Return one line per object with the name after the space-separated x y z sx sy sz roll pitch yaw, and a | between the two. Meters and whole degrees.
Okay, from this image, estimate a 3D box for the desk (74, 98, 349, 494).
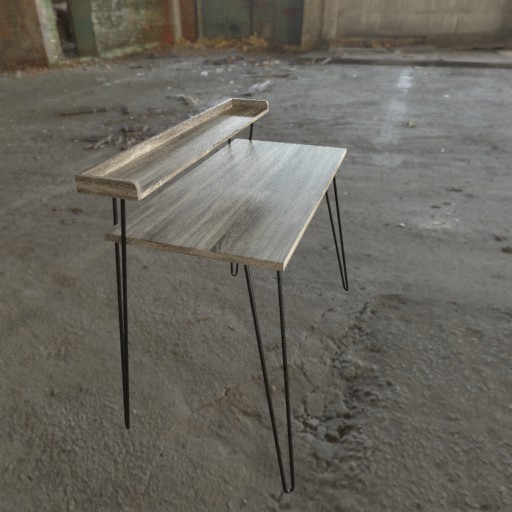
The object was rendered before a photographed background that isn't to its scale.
0.000 0.000 1.620 0.605 0.899 1.135 9 31 16 | desk
